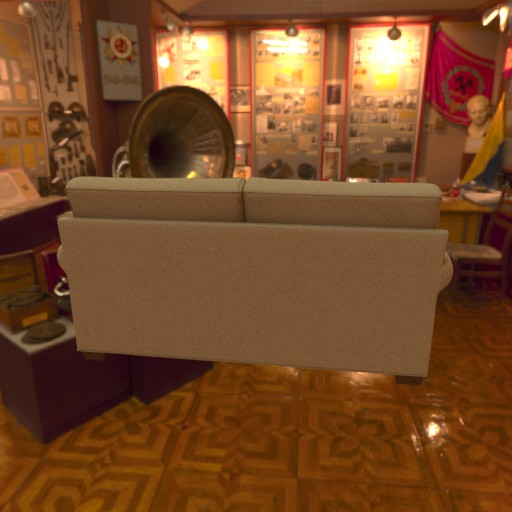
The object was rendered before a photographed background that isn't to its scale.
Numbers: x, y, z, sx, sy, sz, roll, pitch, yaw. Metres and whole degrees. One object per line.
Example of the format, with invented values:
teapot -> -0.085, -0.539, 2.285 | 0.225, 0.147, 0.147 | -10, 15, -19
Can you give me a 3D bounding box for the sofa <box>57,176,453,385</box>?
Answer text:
sofa -> 0.000, 0.000, 2.469 | 1.930, 0.952, 0.940 | 2, 17, 8
